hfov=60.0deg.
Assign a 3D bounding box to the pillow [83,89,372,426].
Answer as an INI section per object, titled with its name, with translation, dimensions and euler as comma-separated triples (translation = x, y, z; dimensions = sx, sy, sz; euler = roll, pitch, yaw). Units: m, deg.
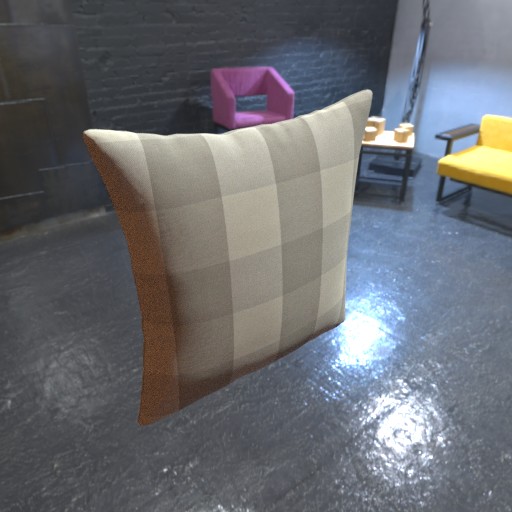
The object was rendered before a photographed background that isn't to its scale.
[pillow]
translation = 0.000, 0.000, 0.779
dimensions = 0.511, 0.509, 0.161
euler = -20, 35, -31
